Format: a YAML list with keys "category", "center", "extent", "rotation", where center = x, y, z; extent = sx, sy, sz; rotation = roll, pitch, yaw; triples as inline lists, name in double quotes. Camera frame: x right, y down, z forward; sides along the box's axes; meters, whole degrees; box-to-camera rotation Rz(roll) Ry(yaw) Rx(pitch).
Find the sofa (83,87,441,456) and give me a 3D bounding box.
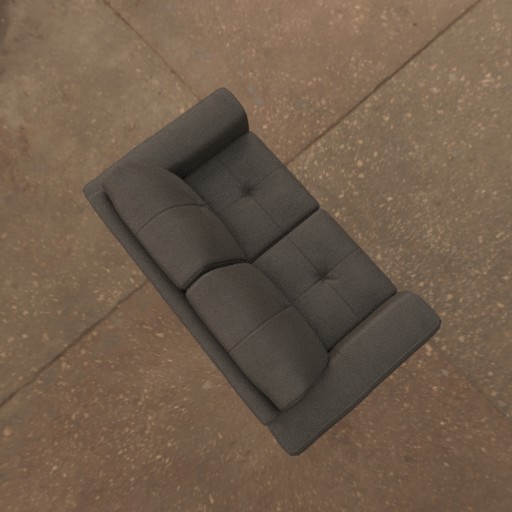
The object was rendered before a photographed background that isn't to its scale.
- category: "sofa"
  center: [0.000, 0.000, 2.384]
  extent: [1.018, 0.907, 1.806]
  rotation: [-39, 79, -9]
